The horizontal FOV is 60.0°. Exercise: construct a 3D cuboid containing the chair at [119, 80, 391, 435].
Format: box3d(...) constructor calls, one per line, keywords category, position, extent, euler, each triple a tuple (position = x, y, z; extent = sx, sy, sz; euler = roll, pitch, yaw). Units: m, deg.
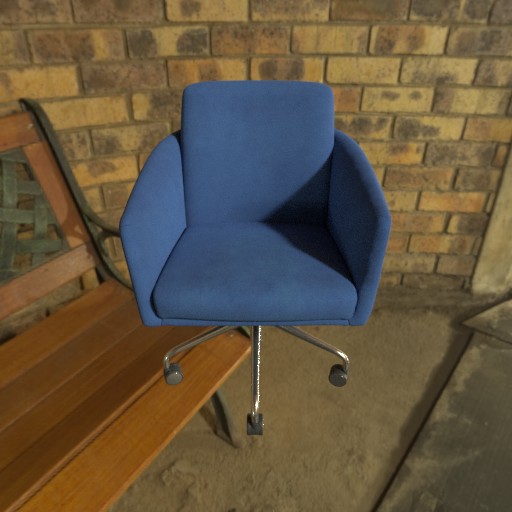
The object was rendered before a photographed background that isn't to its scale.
box3d(category="chair", position=(0.000, 0.000, 1.328), extent=(0.641, 0.908, 0.635), euler=(0, 30, 1))
